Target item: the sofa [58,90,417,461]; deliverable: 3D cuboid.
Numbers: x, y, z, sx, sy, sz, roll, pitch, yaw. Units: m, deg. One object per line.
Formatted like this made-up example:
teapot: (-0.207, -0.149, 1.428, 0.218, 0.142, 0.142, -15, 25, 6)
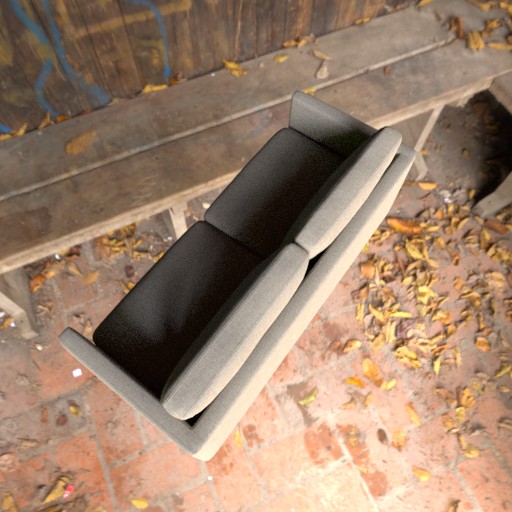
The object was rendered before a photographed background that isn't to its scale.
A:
sofa: (0.000, 0.000, 2.754, 0.956, 0.963, 2.208, 33, 68, 16)
